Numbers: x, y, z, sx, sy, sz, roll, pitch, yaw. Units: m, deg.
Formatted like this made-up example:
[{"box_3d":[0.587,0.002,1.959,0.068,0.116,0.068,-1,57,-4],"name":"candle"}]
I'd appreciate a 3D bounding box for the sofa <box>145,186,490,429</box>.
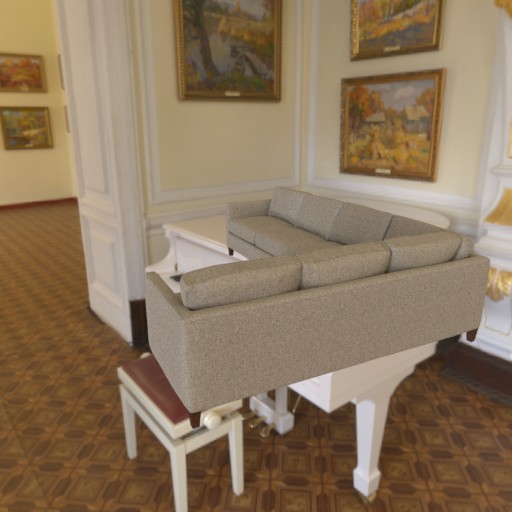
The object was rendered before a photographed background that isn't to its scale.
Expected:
[{"box_3d":[0.000,0.000,4.427,2.593,0.947,3.302,-8,19,-25],"name":"sofa"}]
